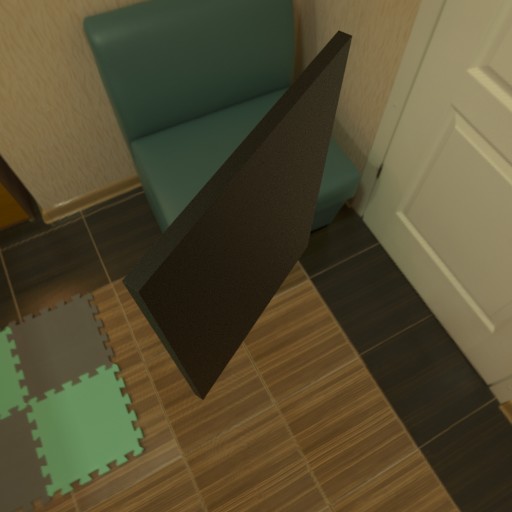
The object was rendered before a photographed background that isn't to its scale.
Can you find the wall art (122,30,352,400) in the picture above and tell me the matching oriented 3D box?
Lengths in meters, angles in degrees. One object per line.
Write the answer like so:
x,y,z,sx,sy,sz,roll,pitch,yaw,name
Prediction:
0.000,0.000,1.398,0.038,1.062,0.806,30,66,15,wall art
